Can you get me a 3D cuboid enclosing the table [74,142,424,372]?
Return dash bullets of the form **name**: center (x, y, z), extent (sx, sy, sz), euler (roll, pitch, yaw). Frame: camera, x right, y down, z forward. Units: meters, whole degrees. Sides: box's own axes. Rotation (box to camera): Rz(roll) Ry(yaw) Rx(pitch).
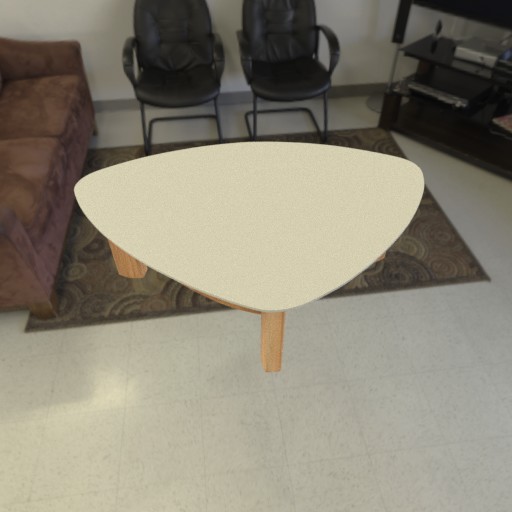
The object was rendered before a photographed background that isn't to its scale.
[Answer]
- **table**: center (0.000, 0.000, 1.626), extent (1.250, 0.440, 0.850), euler (-3, 45, -3)
